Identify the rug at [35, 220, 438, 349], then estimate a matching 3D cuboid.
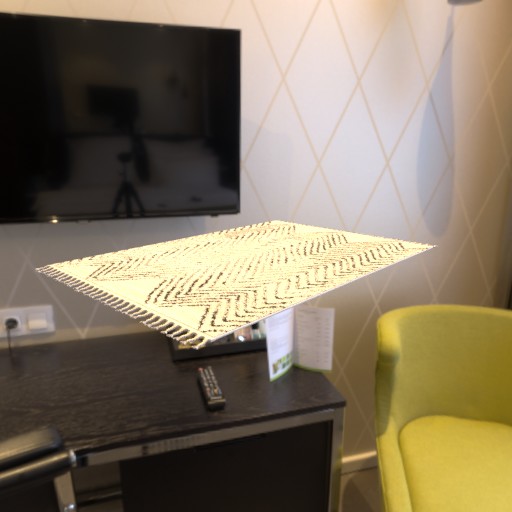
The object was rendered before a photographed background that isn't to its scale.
[{"bbox_3d":[0.000,0.000,2.373,1.230,0.014,1.847,14,20,42],"label":"rug"}]
